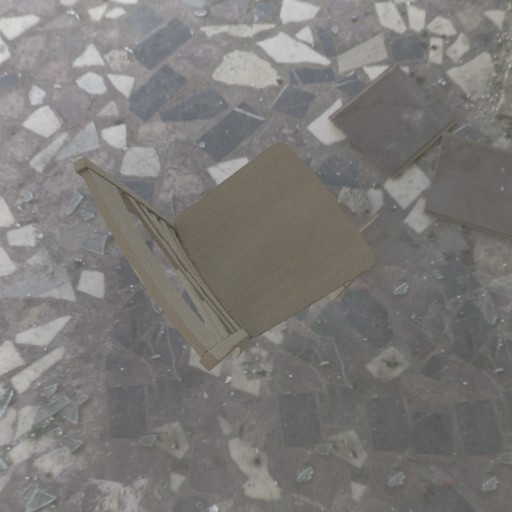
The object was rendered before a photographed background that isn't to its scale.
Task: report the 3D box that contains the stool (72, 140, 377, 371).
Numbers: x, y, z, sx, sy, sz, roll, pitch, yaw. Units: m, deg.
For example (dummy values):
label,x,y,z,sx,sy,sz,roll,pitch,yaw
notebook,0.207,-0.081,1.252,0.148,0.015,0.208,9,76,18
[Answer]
label,x,y,z,sx,sy,sz,roll,pitch,yaw
stool,0.000,0.000,1.329,0.539,1.079,0.462,-34,78,-8
